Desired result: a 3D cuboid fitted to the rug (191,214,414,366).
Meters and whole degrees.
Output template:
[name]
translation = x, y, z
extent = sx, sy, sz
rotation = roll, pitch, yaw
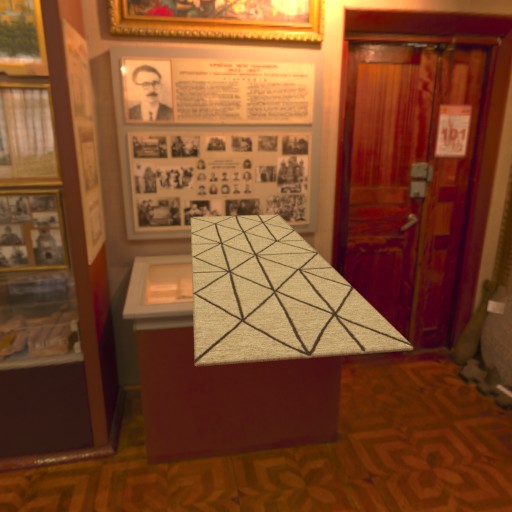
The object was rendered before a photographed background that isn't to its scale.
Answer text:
[rug]
translation = 0.000, 0.000, 2.652
extent = 0.762, 0.012, 2.438
rotation = -2, 17, -8
